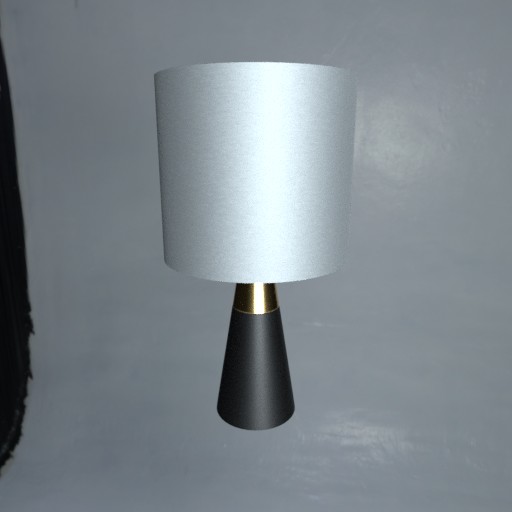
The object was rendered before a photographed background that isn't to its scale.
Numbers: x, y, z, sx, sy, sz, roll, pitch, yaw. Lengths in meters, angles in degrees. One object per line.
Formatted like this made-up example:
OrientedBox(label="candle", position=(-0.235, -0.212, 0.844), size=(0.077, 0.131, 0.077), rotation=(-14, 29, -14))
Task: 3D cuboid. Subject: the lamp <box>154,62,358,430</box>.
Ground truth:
OrientedBox(label="lamp", position=(0.000, 0.000, 0.758), size=(0.308, 0.580, 0.308), rotation=(3, 15, 11))
